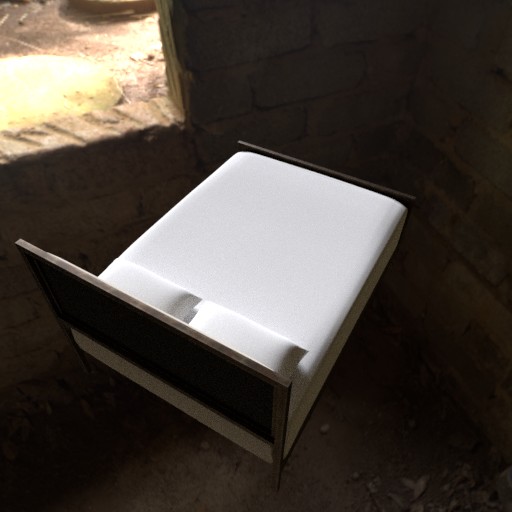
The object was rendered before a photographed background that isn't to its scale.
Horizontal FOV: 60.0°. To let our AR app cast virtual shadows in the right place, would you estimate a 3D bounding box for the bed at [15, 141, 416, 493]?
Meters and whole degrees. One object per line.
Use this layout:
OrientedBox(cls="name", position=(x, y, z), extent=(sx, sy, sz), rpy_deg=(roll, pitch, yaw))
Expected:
OrientedBox(cls="bed", position=(0.000, 0.000, 3.157), extent=(1.607, 1.313, 2.221), rpy_deg=(23, 50, 21))
